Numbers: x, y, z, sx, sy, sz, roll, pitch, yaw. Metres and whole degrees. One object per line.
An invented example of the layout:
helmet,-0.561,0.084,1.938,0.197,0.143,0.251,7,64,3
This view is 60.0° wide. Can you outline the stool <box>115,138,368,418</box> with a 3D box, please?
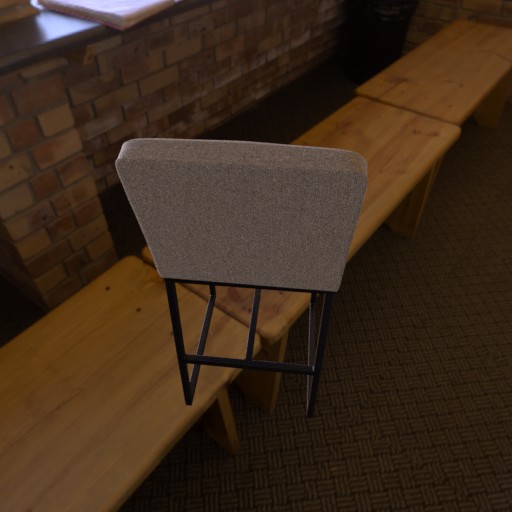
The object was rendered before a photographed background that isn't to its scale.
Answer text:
stool,0.000,0.000,1.316,0.459,1.034,0.571,4,45,4
